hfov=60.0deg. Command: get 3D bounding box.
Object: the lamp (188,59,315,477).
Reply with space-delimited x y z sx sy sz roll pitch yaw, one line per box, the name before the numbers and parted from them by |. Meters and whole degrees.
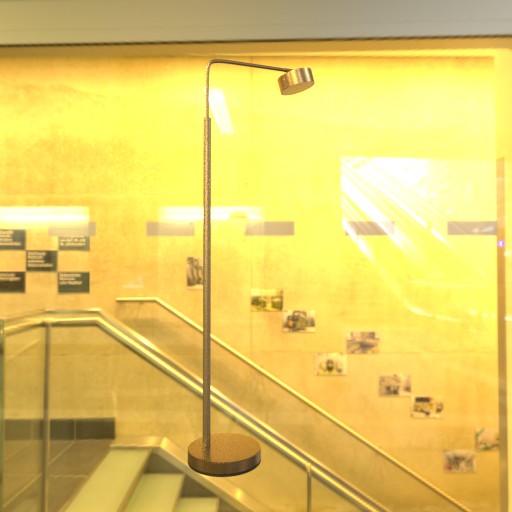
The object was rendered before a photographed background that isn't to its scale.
lamp | 0.000 0.000 1.377 0.418 1.230 0.219 0 -1 -17
